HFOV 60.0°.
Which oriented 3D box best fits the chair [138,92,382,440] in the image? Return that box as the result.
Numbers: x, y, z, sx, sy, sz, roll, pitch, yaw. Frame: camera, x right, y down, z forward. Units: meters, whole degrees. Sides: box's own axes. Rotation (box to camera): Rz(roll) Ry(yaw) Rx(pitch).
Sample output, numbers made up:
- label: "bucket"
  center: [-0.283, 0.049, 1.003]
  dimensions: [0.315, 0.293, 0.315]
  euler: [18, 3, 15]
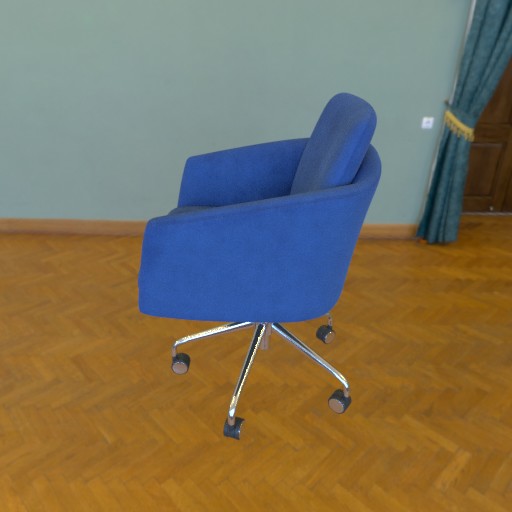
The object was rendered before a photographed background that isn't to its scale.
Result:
- label: "chair"
  center: [0.000, 0.000, 1.354]
  dimensions: [0.635, 0.908, 0.641]
  euler: [0, 27, 1]
